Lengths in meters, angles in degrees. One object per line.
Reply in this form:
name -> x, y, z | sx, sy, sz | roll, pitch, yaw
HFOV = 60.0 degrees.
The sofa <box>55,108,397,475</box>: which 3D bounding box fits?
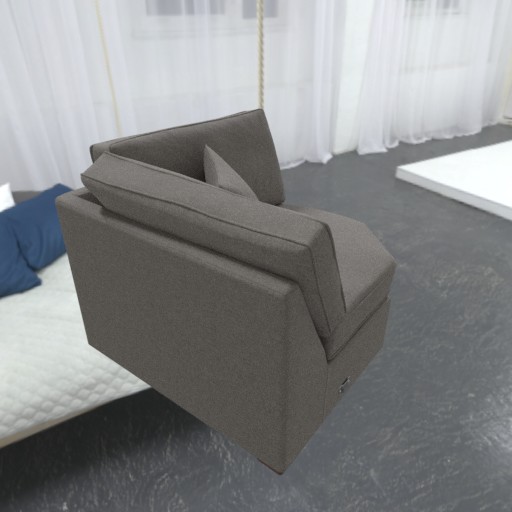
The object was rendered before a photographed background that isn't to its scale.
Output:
sofa -> 0.000, 0.000, 1.808 | 1.050, 0.951, 1.042 | 21, 35, 33
